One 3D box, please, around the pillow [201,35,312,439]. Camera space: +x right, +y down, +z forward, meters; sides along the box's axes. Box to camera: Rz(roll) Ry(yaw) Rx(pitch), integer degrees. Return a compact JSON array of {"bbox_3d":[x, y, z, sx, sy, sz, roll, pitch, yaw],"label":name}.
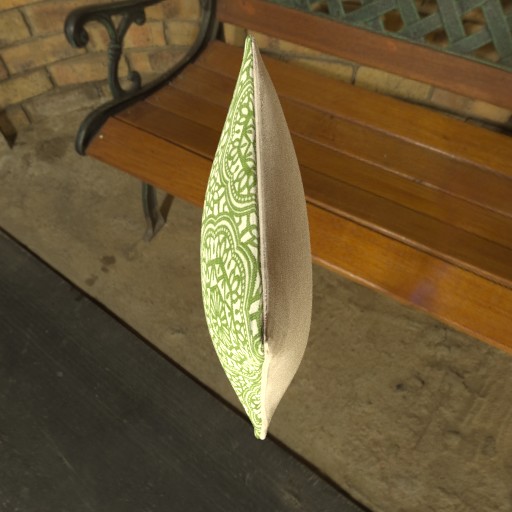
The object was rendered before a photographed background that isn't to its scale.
[{"bbox_3d":[0.000,0.000,0.650,0.162,0.419,0.440,-1,58,-1],"label":"pillow"}]
